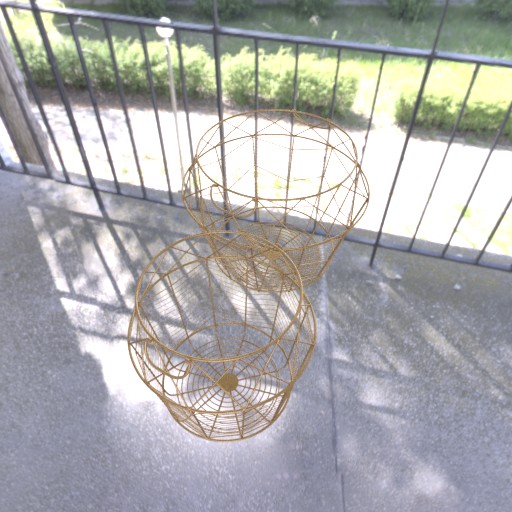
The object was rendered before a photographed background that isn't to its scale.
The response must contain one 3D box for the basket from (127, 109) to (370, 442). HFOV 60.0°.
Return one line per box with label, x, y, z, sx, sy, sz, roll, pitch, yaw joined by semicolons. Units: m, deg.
basket;0.000;0.000;1.006;0.451;0.343;0.805;11;47;10
